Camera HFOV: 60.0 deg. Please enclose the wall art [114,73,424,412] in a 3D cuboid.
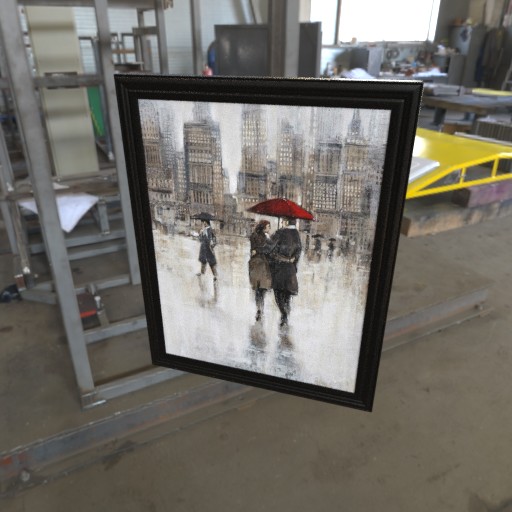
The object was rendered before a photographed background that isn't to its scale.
[{"bbox_3d":[0.000,0.000,1.589,0.950,1.194,0.053,8,28,15],"label":"wall art"}]
